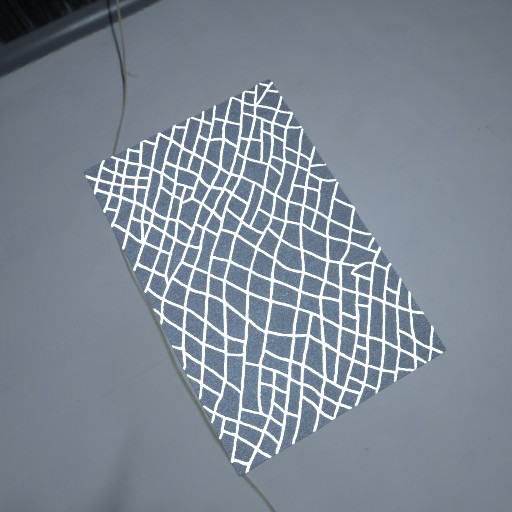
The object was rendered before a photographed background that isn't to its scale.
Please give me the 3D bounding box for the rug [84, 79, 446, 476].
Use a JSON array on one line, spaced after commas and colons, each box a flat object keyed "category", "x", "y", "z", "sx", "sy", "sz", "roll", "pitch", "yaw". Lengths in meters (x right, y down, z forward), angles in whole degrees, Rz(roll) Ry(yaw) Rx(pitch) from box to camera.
[{"category": "rug", "x": 0.000, "y": 0.000, "z": 2.391, "sx": 1.223, "sy": 0.013, "sz": 1.830, "roll": -29, "pitch": 78, "yaw": -7}]
